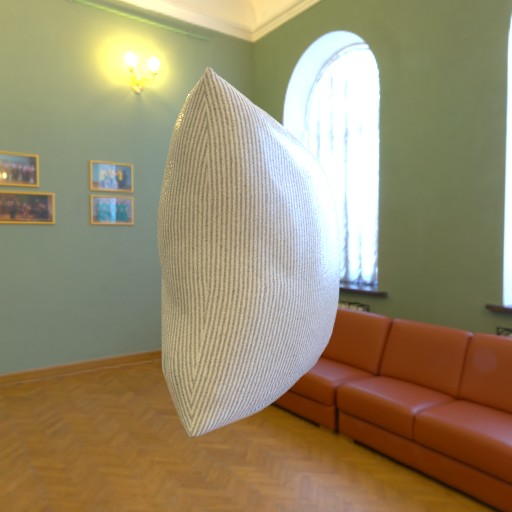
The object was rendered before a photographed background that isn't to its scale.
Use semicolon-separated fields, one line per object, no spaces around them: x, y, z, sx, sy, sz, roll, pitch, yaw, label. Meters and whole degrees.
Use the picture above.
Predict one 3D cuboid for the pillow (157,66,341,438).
0.000;0.000;0.701;0.387;0.432;0.310;-2;3;-37;pillow
